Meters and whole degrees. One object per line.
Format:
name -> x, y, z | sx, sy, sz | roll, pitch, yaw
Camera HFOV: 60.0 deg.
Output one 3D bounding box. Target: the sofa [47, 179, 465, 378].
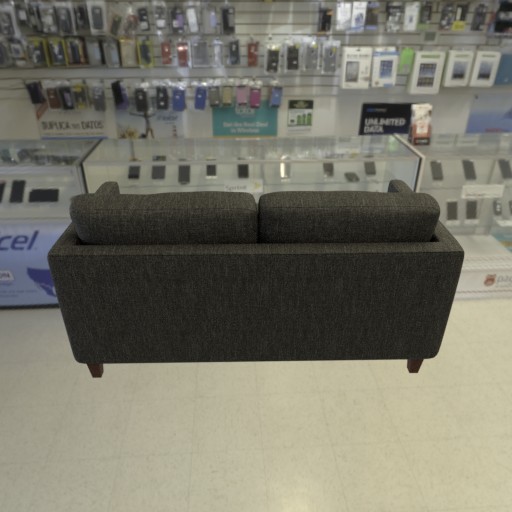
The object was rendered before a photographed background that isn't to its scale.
sofa -> 0.000, 0.000, 2.483 | 1.884, 0.963, 0.950 | -1, 30, -1
